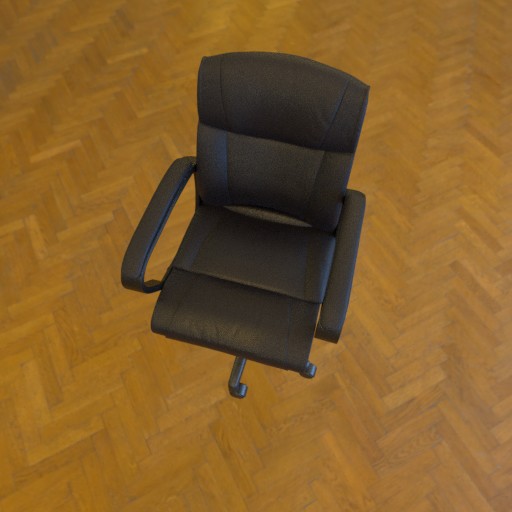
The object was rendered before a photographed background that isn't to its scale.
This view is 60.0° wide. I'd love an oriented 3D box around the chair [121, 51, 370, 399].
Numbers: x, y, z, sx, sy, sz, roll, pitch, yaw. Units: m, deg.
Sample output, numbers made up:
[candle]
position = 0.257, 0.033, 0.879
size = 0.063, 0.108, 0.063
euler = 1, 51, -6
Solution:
[chair]
position = 0.000, 0.000, 1.382
size = 0.576, 0.998, 0.641
euler = 13, 59, 8
